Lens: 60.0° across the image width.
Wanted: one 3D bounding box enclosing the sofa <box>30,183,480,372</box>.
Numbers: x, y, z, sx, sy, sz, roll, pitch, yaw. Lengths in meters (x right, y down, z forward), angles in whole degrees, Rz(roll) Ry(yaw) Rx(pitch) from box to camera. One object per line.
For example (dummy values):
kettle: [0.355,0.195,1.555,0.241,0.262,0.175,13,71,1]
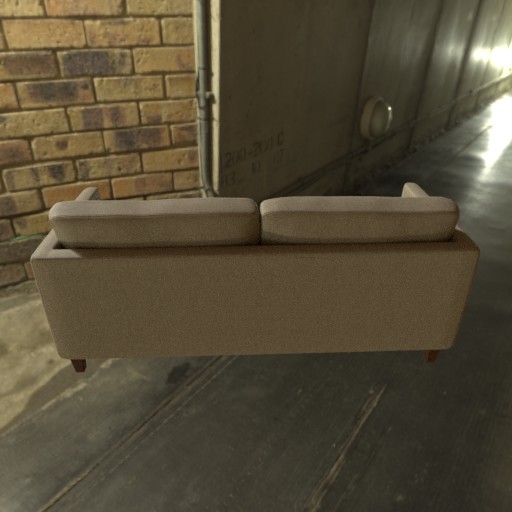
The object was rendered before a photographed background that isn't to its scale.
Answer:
sofa: [0.000,0.000,2.663,2.208,0.963,0.956,-1,30,-2]
